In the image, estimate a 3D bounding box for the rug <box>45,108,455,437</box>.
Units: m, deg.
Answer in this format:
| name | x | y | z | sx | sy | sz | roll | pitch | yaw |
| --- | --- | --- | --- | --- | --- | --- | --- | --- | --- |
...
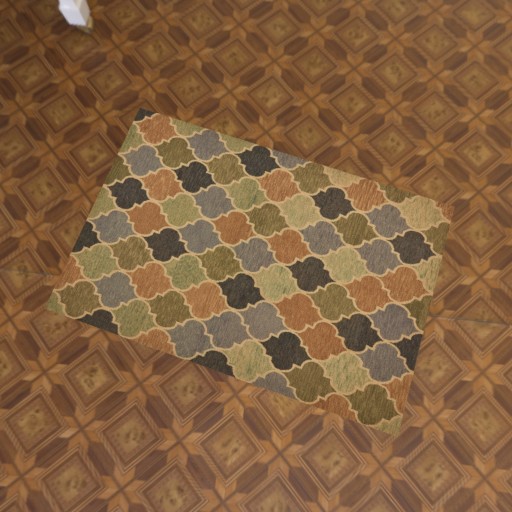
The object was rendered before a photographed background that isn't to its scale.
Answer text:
| name | x | y | z | sx | sy | sz | roll | pitch | yaw |
| --- | --- | --- | --- | --- | --- | --- | --- | --- | --- |
| rug | 0.000 | 0.000 | 2.877 | 2.284 | 0.006 | 1.521 | 19 | 76 | 5 |
